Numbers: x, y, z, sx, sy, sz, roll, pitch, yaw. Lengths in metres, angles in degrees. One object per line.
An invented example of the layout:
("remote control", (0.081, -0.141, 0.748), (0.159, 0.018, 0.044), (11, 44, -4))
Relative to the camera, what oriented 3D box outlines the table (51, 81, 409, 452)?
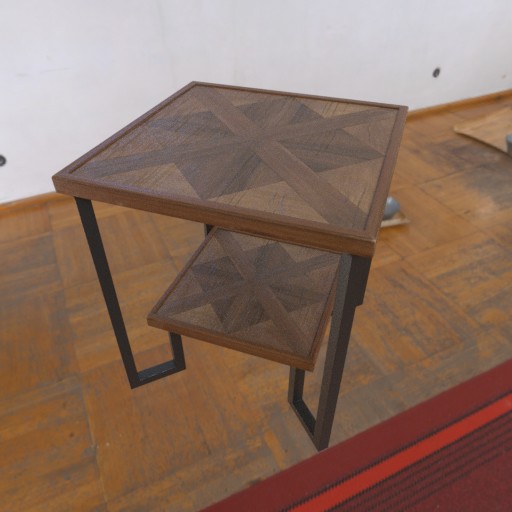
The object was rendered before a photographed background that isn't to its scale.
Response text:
("table", (0.000, 0.000, 0.987), (0.503, 0.563, 0.503), (13, 40, 15))
